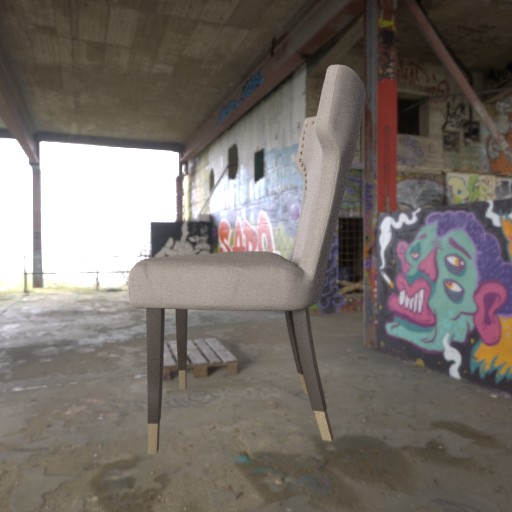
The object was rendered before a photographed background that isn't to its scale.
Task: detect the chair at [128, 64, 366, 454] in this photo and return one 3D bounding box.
[{"bbox_3d":[0.000,0.000,1.320,0.630,0.950,0.526,0,1,-1],"label":"chair"}]
